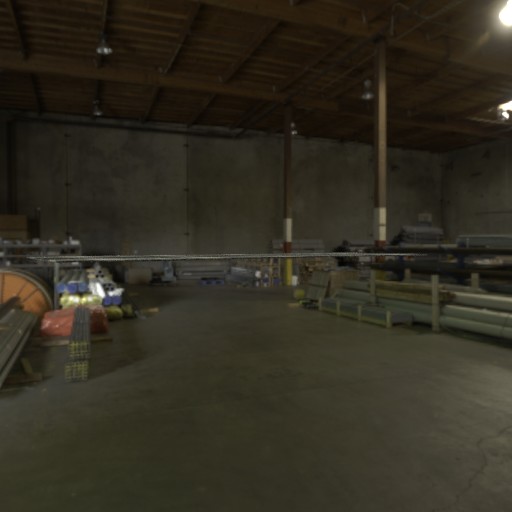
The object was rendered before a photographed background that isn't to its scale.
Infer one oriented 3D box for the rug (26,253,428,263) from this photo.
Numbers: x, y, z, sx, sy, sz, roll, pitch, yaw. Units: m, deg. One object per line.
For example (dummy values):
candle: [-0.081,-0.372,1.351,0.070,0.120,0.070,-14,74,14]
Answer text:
rug: [0.000,0.000,2.722,2.434,0.012,0.760,-1,2,-35]
